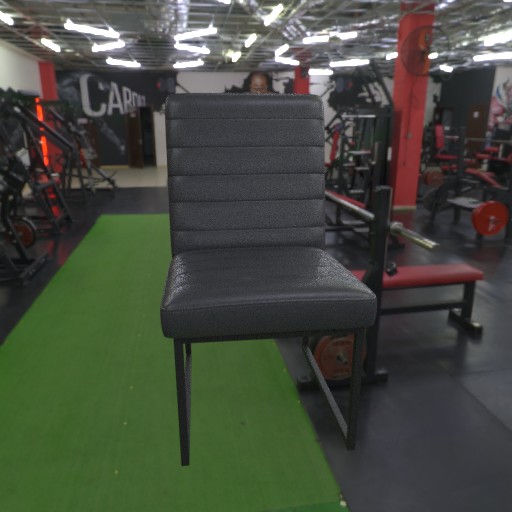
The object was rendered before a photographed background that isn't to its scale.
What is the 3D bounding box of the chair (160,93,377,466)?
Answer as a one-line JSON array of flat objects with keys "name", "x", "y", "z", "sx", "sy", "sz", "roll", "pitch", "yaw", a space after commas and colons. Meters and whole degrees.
[{"name": "chair", "x": 0.000, "y": 0.000, "z": 1.310, "sx": 0.520, "sy": 0.930, "sz": 0.634, "roll": -2, "pitch": 18, "yaw": -7}]
